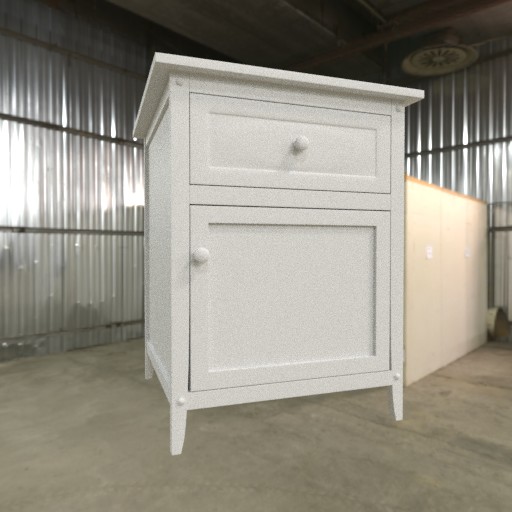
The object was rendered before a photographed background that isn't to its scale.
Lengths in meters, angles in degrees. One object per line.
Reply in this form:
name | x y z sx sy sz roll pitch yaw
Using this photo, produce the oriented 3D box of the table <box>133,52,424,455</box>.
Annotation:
table | 0.000 0.000 0.760 0.381 0.483 0.381 0 1 -19
